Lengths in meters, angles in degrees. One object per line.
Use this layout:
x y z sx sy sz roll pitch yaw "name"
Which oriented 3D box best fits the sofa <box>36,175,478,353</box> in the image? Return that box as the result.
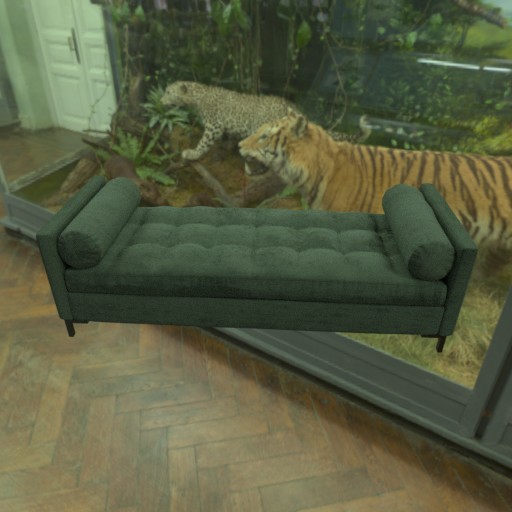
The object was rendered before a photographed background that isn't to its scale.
0.000 0.000 2.565 2.130 0.681 0.817 2 32 3 "sofa"
